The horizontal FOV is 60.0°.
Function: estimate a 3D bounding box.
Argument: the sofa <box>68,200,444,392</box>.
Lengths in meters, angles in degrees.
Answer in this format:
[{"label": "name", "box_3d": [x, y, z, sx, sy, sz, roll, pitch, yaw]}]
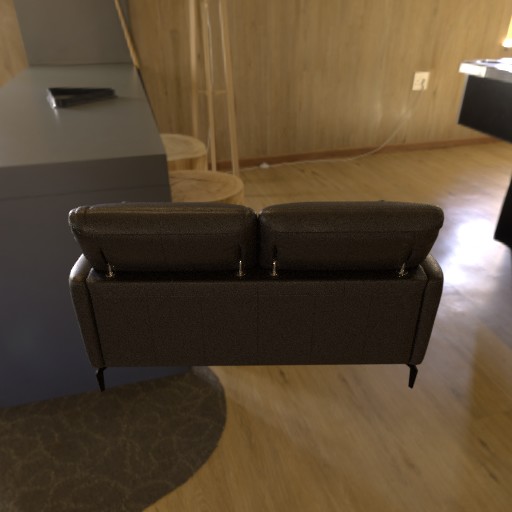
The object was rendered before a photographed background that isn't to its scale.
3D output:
[{"label": "sofa", "box_3d": [0.000, 0.000, 2.229, 1.596, 0.920, 0.958, 0, 31, -1]}]
